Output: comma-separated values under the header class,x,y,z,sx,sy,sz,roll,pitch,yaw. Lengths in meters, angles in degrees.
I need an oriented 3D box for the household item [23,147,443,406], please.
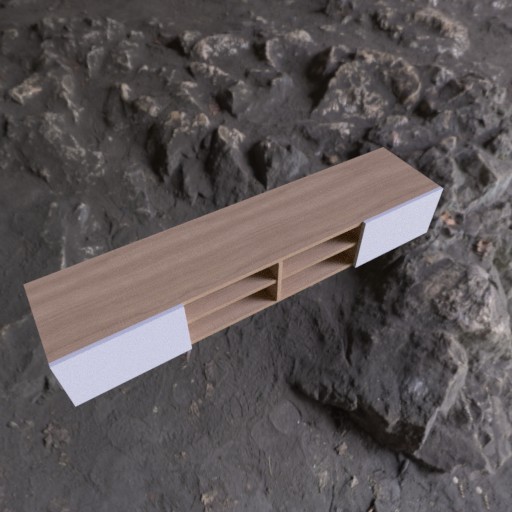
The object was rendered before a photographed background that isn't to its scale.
class,x,y,z,sx,sy,sz,roll,pitch,yaw
household item,0.000,0.000,2.033,1.850,0.310,0.420,-24,51,-21
